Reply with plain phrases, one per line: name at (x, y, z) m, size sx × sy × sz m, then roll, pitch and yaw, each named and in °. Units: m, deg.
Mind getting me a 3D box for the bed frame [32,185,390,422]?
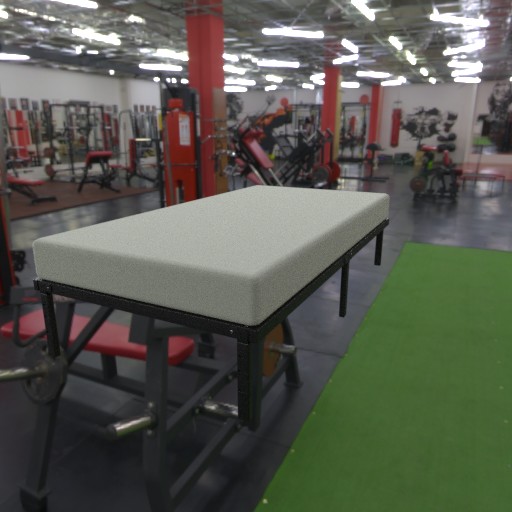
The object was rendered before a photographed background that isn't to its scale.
bed frame at (0.000, 0.000, 3.261) m, size 1.393 × 0.680 × 2.635 m, roll 8°, pitch 18°, yaw 26°
